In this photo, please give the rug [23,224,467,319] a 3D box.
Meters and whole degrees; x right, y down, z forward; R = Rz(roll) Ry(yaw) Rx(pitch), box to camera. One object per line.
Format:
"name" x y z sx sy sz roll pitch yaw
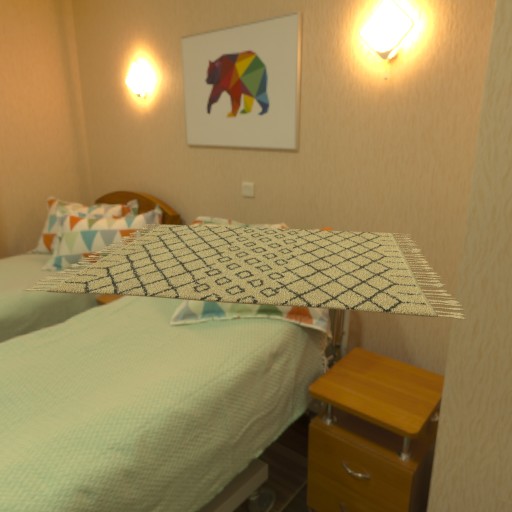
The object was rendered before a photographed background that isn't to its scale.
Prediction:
"rug" 0.000 0.000 4.230 3.213 0.030 2.388 3 16 9
